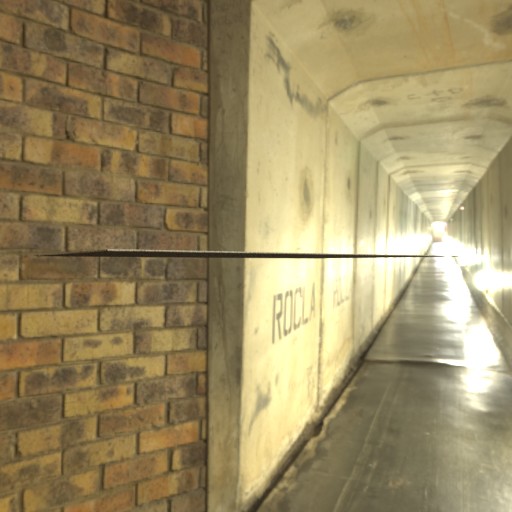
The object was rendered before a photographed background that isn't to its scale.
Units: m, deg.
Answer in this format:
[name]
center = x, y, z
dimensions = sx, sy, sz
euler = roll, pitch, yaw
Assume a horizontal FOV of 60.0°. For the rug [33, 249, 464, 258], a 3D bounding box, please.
[rug]
center = 0.000, 0.000, 2.933
dimensions = 2.433, 0.007, 1.507
euler = 1, -1, -36
